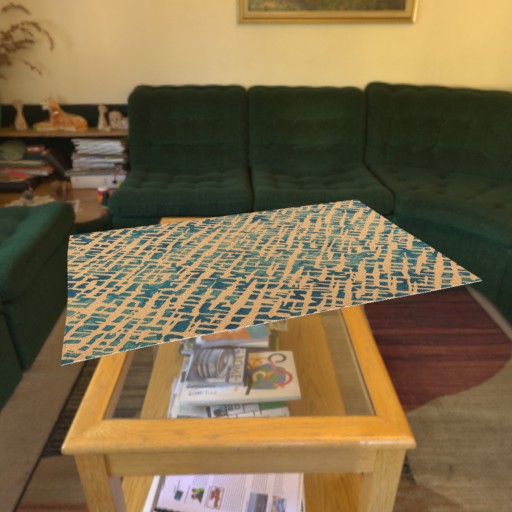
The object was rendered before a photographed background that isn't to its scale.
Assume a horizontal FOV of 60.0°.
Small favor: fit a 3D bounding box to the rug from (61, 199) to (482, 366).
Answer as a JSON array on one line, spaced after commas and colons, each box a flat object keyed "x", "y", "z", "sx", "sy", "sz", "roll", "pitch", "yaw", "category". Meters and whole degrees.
[{"x": 0.000, "y": 0.000, "z": 3.039, "sx": 2.447, "sy": 0.011, "sz": 1.520, "roll": -9, "pitch": 29, "yaw": -16, "category": "rug"}]
